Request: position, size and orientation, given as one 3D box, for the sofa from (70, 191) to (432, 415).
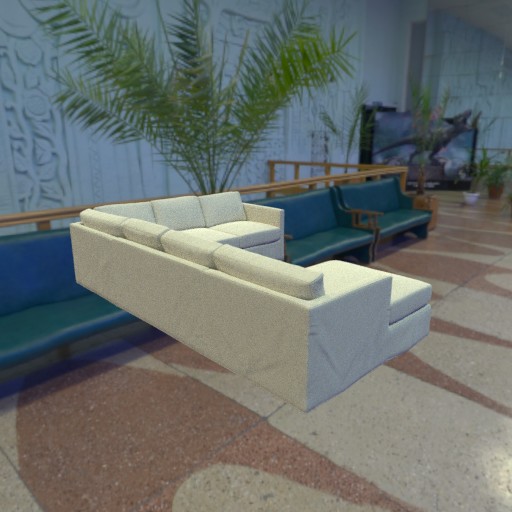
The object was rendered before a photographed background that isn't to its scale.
[{"bbox_3d":[0.000,0.000,4.550,2.448,0.882,3.464,-15,21,-42],"label":"sofa"}]
